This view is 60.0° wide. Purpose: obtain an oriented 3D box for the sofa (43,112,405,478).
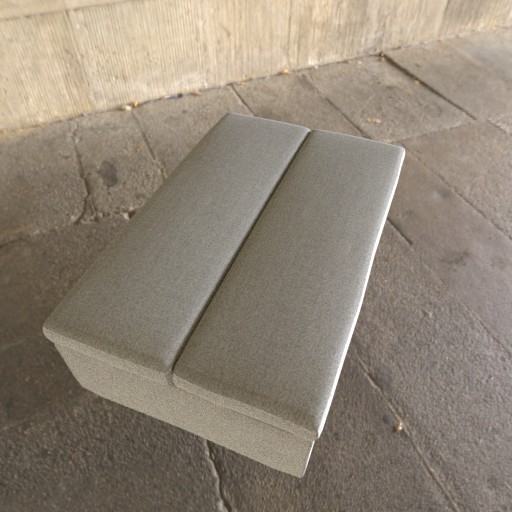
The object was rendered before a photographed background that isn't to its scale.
[{"bbox_3d":[0.000,0.000,1.625,0.817,0.434,1.250,16,49,15],"label":"sofa"}]
